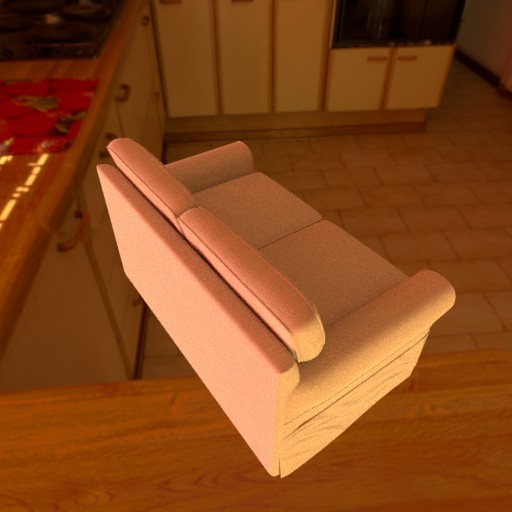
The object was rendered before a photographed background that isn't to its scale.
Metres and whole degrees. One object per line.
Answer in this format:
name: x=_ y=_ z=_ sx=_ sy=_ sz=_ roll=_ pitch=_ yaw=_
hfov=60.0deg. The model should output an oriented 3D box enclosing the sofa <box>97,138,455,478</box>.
sofa: x=0.000 y=0.000 z=2.340 sx=0.991 sy=0.940 sz=1.727 roll=-25 pitch=47 yaw=-26
